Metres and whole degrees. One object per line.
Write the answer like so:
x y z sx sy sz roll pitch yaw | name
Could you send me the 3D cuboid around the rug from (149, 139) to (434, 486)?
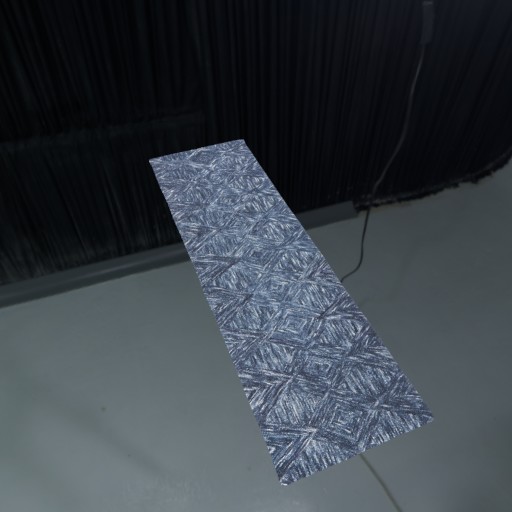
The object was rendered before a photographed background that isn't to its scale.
0.000 0.000 2.496 0.719 0.013 2.306 -16 49 -15 | rug
